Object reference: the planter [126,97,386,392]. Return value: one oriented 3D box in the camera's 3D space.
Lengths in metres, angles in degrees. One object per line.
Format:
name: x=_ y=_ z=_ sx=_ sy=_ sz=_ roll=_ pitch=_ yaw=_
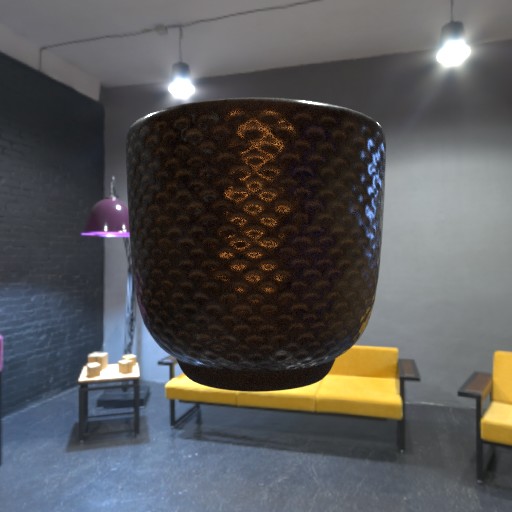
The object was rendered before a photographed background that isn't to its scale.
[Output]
planter: x=0.000 y=0.000 z=0.248 sx=0.140 sy=0.129 sz=0.140 roll=0 pitch=0 yaw=0
